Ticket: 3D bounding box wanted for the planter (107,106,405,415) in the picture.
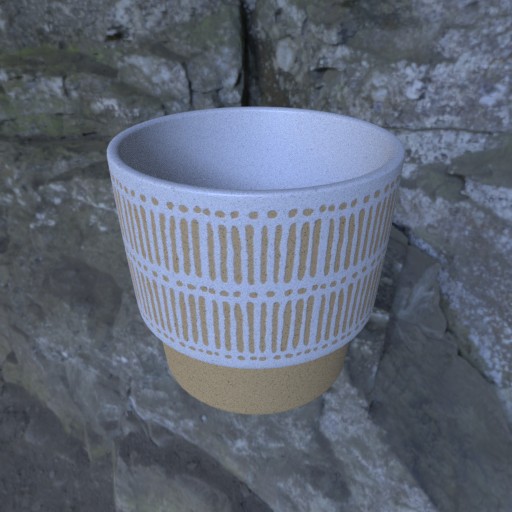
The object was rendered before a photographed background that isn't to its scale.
[{"bbox_3d":[0.000,0.000,0.565,0.317,0.303,0.317,0,31,0],"label":"planter"}]
